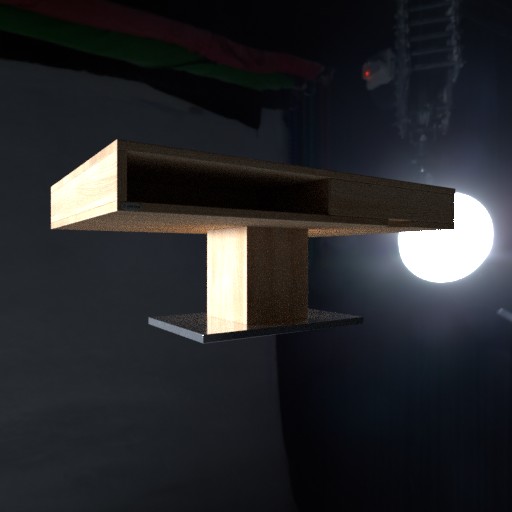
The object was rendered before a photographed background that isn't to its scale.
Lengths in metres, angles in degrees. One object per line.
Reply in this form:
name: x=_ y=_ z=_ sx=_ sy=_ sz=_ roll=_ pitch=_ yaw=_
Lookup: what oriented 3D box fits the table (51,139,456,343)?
table: x=0.000 y=0.000 z=1.427 sx=1.100 sy=0.440 sz=0.700 roll=0 pitch=0 yaw=-34
